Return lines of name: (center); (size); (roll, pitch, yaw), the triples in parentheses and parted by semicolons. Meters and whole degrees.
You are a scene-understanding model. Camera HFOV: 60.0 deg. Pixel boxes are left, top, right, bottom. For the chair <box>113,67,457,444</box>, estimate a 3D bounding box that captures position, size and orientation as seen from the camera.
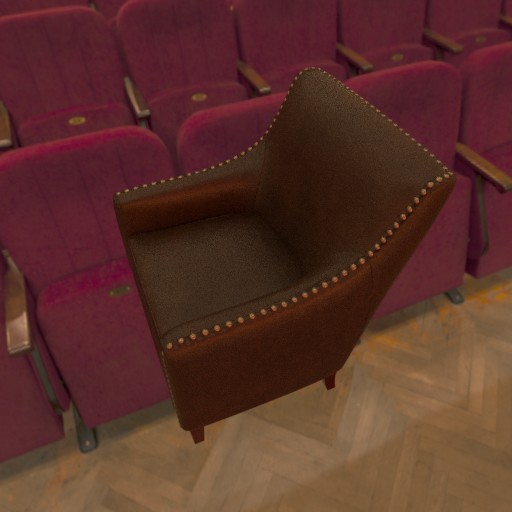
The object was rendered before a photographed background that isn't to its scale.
chair: (0.000, 0.000, 1.315); (0.704, 0.813, 0.639); (-17, 48, -16)
